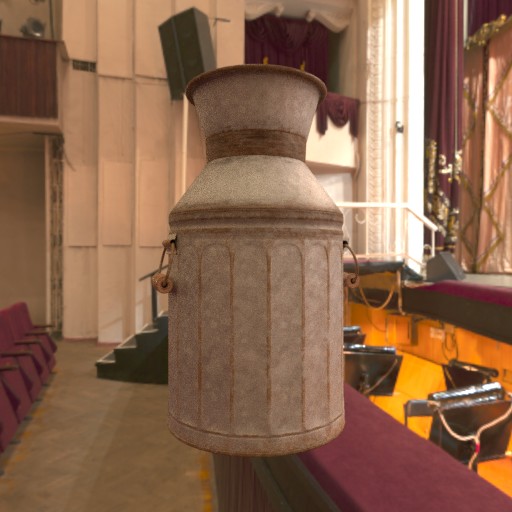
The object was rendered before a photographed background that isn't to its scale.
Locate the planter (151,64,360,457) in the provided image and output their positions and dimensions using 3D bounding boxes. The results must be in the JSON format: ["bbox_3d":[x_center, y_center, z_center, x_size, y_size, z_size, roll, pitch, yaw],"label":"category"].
[{"bbox_3d":[0.000,0.000,0.539,0.245,0.396,0.214,0,0,-17],"label":"planter"}]
